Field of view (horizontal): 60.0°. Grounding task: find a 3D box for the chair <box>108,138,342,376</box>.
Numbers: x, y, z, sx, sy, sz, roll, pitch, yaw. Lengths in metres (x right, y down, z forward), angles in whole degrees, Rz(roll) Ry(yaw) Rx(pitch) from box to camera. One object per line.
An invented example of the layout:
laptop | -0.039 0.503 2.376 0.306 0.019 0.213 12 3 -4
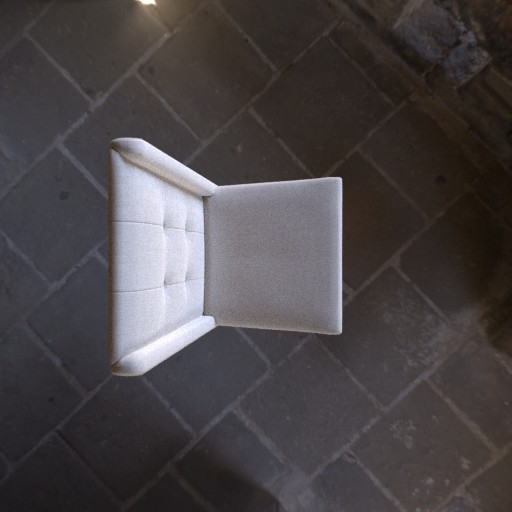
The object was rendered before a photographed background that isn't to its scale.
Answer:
chair | 0.000 0.000 1.263 0.523 0.961 0.474 0 90 1
